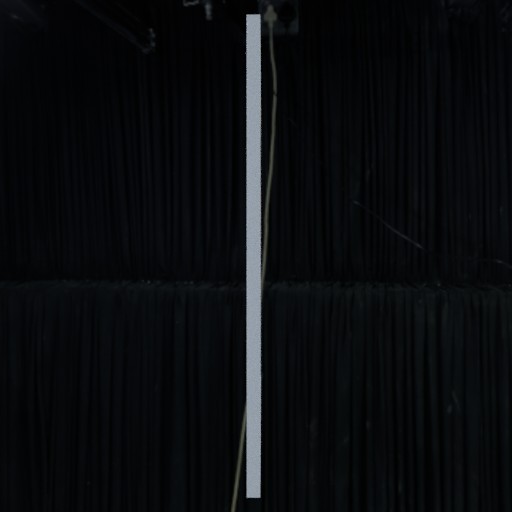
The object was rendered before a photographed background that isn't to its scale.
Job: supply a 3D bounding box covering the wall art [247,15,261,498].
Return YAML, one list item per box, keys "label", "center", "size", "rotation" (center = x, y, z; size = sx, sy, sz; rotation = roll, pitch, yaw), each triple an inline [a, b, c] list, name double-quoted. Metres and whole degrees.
- label: "wall art"
  center: [0.000, 0.000, 0.609]
  size: [0.013, 0.456, 0.382]
  rotation: [0, 0, 1]
